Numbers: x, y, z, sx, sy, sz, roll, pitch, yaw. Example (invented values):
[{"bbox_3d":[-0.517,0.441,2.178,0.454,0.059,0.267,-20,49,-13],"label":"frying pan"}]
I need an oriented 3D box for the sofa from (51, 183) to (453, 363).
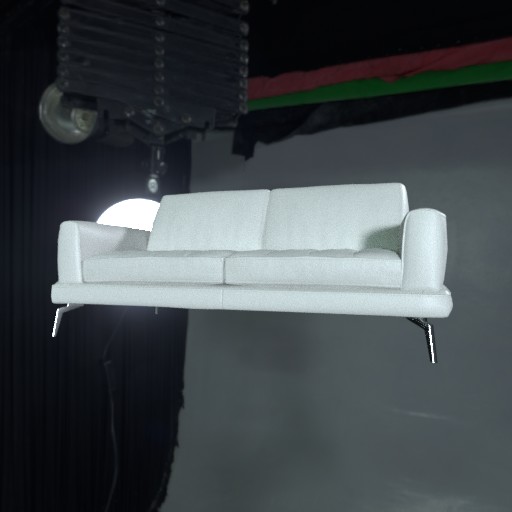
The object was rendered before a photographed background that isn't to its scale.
[{"bbox_3d":[0.000,0.000,2.725,2.177,0.930,1.121,0,-1,19],"label":"sofa"}]
